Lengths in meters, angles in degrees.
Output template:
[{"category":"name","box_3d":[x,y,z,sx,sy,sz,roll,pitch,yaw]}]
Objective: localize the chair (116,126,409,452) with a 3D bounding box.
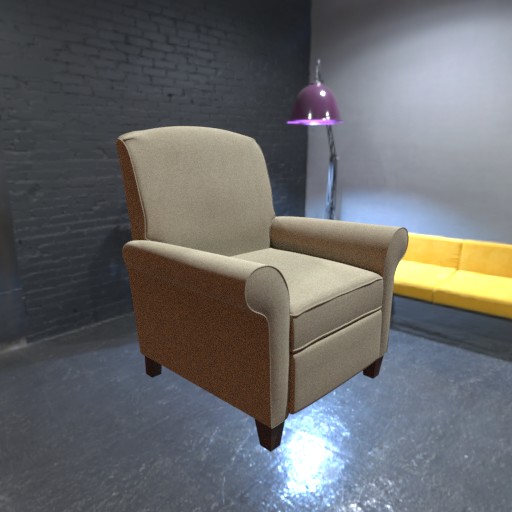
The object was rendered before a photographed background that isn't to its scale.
[{"category":"chair","box_3d":[0.000,0.000,1.850,0.905,1.061,0.978,13,19,43]}]
